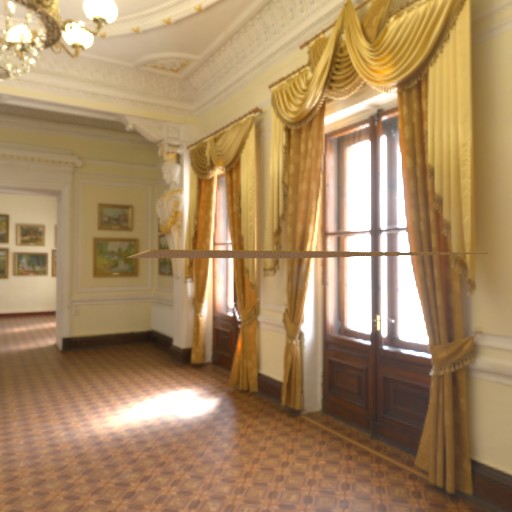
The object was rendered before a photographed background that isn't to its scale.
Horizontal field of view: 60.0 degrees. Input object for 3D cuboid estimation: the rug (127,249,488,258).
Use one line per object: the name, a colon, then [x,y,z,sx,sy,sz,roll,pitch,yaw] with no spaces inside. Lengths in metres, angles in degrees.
rug: [0.000,0.000,3.727,1.981,0.006,2.895,0,-1,-18]
